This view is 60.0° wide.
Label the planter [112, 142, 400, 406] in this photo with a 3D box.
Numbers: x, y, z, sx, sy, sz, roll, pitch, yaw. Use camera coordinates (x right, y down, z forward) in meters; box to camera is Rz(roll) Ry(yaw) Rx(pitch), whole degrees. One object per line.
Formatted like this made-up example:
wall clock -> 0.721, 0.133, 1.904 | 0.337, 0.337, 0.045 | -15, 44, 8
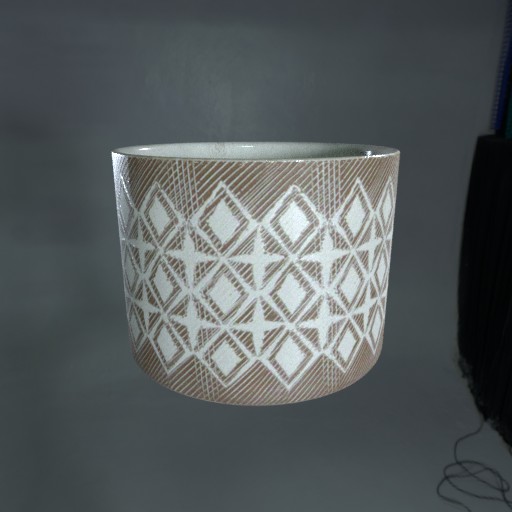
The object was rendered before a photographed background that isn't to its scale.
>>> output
planter -> 0.000, 0.000, 0.219 | 0.126, 0.104, 0.126 | 0, 17, 0
